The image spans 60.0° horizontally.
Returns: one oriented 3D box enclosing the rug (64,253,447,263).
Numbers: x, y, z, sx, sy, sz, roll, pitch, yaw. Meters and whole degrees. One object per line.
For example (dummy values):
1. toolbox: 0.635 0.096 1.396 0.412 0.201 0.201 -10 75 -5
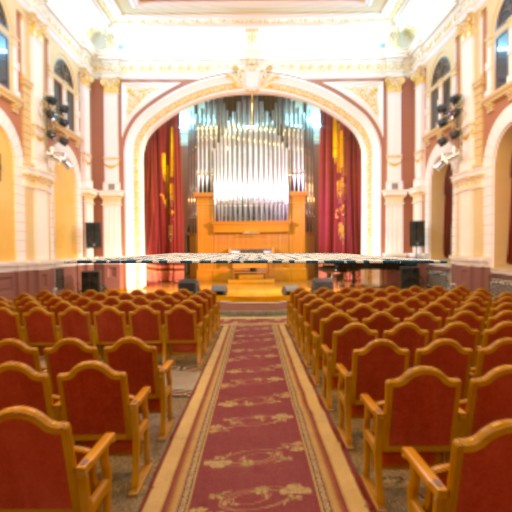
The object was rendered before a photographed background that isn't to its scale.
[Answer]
1. rug: 0.000 0.000 2.962 1.517 0.011 2.435 0 1 0
